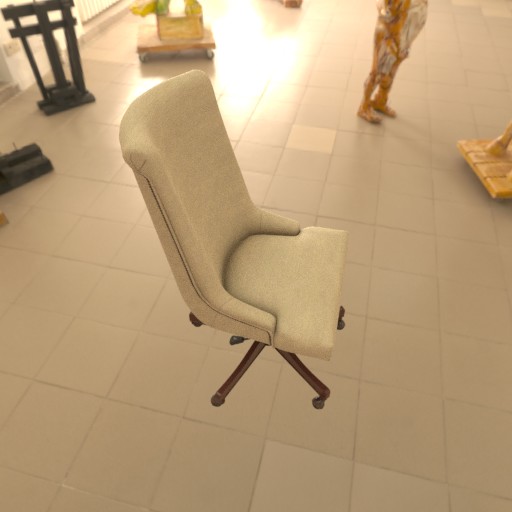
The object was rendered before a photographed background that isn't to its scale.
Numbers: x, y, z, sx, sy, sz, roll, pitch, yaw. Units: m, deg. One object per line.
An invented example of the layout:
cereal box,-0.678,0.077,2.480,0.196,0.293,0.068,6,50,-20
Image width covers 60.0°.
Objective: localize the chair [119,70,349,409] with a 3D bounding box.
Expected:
chair,0.000,0.000,1.466,0.696,1.010,0.645,10,46,9
